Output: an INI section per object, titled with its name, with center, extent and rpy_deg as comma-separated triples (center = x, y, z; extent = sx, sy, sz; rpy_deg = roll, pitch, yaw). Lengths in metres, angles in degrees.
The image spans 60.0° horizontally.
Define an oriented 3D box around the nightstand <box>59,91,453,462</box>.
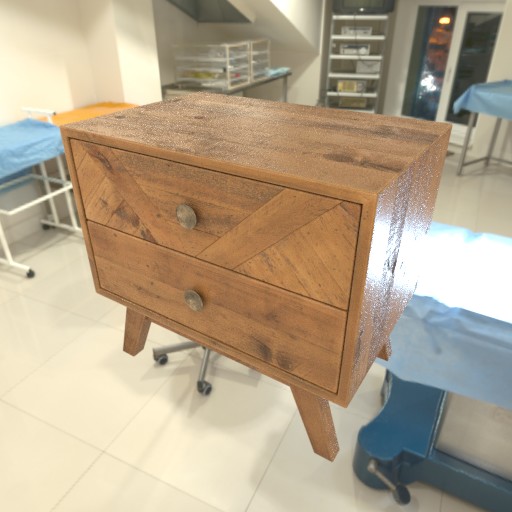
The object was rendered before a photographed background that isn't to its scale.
[nightstand]
center = 0.000, 0.000, 1.028
extent = 0.650, 0.599, 0.450
rpy_deg = 18, 35, 28
